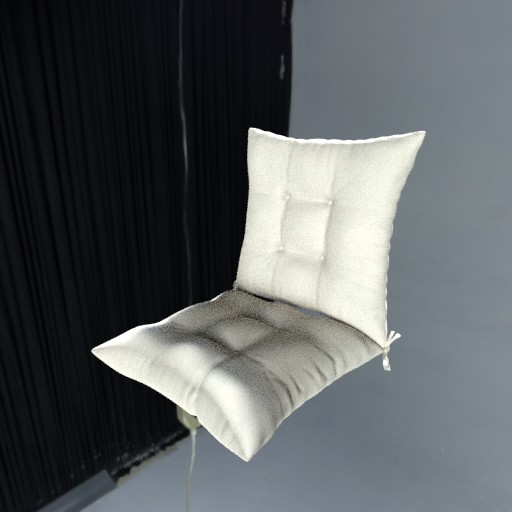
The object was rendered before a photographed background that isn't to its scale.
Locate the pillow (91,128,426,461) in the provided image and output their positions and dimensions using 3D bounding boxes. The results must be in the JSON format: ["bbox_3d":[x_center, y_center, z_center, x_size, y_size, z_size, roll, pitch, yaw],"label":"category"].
[{"bbox_3d":[0.000,0.000,0.991,0.541,0.536,0.585,16,24,40],"label":"pillow"}]
